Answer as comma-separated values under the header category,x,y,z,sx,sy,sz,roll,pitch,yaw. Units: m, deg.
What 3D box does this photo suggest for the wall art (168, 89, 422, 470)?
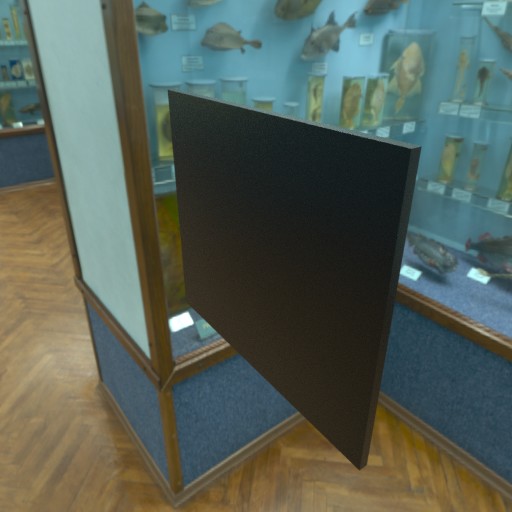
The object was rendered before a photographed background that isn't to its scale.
category,x,y,z,sx,sy,sz,roll,pitch,yaw
wall art,0.000,0.000,0.520,0.012,0.332,0.383,-18,33,-31
